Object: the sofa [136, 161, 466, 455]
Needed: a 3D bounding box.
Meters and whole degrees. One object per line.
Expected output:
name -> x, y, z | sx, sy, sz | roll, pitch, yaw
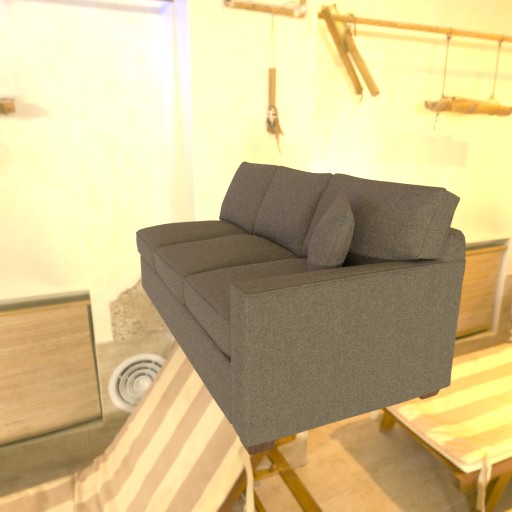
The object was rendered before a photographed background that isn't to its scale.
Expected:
sofa -> 0.000, 0.000, 2.507 | 1.034, 0.946, 1.963 | -7, 17, -24
